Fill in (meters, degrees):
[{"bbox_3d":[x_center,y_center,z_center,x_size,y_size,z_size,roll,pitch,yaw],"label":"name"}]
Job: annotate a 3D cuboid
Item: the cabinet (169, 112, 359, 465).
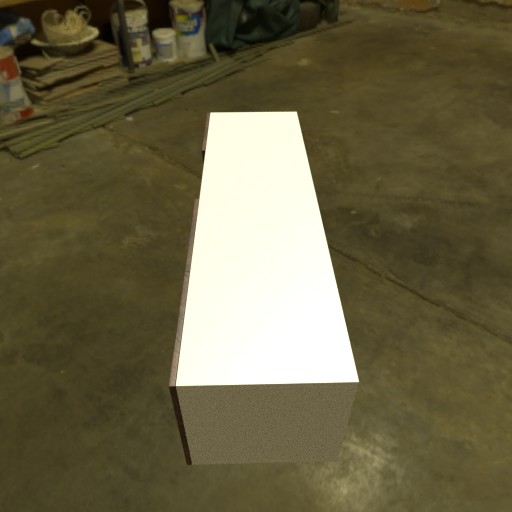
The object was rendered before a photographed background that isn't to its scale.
[{"bbox_3d":[0.000,0.000,1.742,0.431,0.533,1.499,-1,41,-1],"label":"cabinet"}]
